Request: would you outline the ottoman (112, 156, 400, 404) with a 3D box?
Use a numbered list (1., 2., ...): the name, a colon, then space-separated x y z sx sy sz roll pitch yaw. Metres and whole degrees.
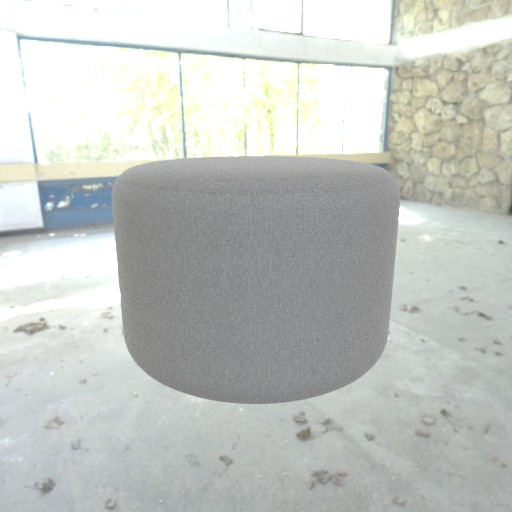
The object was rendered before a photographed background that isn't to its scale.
1. ottoman: 0.000 0.000 1.016 0.608 0.433 0.608 0 16 0
